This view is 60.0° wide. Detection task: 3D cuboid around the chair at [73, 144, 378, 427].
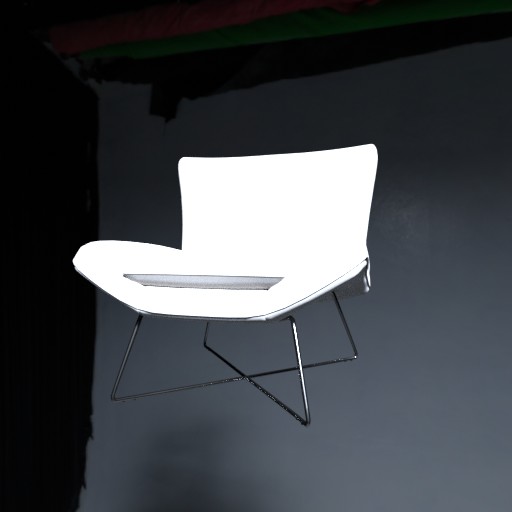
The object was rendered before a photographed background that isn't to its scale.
[{"bbox_3d":[0.000,0.000,1.645,0.859,0.855,1.008,0,1,18],"label":"chair"}]
